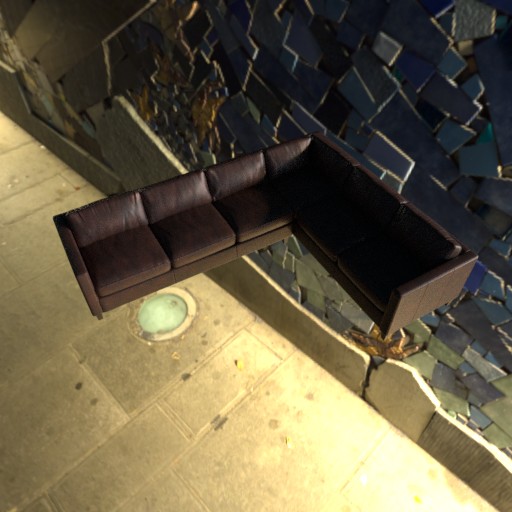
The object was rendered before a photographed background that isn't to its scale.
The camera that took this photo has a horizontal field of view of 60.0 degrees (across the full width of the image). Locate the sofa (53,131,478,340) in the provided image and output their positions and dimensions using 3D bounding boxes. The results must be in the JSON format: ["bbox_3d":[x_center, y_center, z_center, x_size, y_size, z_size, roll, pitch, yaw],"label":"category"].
[{"bbox_3d":[0.000,0.000,4.287,3.152,0.836,2.438,-23,50,-20],"label":"sofa"}]
